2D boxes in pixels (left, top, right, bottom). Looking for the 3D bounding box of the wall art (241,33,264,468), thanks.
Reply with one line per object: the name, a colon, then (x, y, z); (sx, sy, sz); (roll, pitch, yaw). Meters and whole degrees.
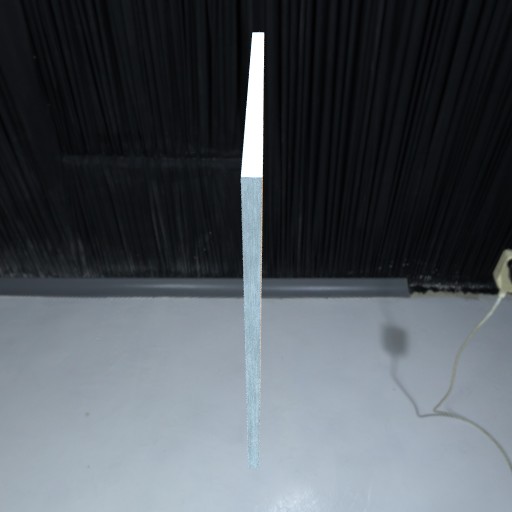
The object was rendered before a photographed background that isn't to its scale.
wall art: (0.000, 0.000, 0.793); (0.020, 0.613, 0.481); (1, 41, 1)
